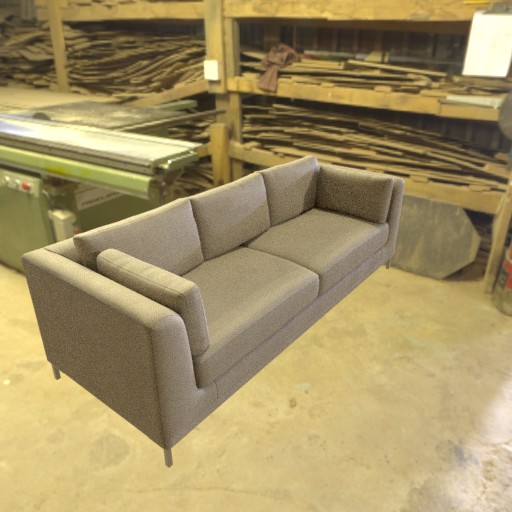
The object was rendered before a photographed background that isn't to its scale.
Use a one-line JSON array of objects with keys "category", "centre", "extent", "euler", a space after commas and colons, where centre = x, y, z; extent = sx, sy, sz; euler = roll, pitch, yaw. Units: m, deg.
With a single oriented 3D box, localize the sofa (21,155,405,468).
[{"category": "sofa", "centre": [0.000, 0.000, 2.830], "extent": [0.969, 0.867, 2.415], "euler": [19, 32, 34]}]
